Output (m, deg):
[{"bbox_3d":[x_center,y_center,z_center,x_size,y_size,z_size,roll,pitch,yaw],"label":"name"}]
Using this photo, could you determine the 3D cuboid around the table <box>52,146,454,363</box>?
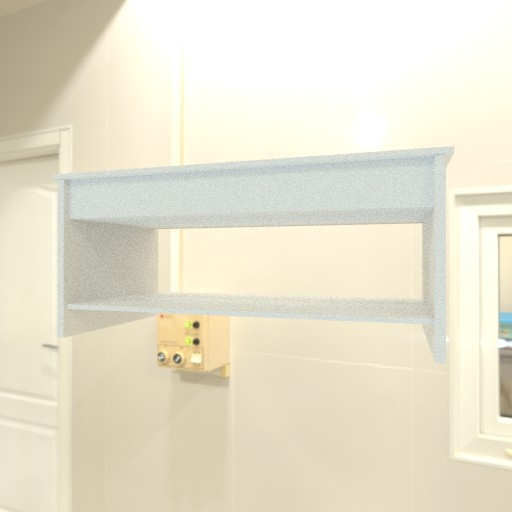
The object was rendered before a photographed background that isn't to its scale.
[{"bbox_3d":[0.000,0.000,1.283,1.000,0.441,0.500,0,0,18],"label":"table"}]
